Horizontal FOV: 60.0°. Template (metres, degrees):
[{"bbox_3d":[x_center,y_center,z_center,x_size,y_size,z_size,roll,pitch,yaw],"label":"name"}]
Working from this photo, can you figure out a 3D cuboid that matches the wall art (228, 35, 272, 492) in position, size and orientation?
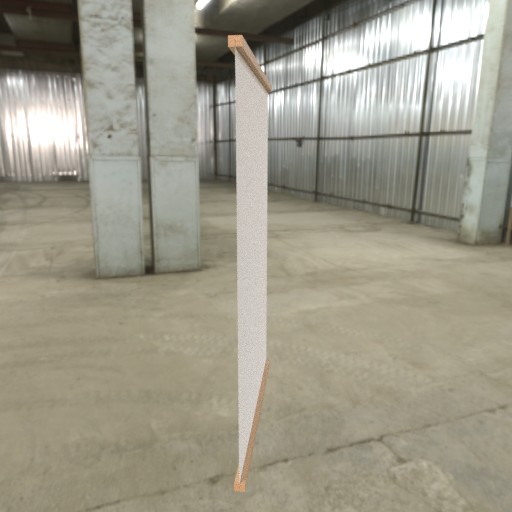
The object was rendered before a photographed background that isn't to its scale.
[{"bbox_3d":[0.000,0.000,0.770,0.016,0.611,0.401,2,13,7],"label":"wall art"}]
